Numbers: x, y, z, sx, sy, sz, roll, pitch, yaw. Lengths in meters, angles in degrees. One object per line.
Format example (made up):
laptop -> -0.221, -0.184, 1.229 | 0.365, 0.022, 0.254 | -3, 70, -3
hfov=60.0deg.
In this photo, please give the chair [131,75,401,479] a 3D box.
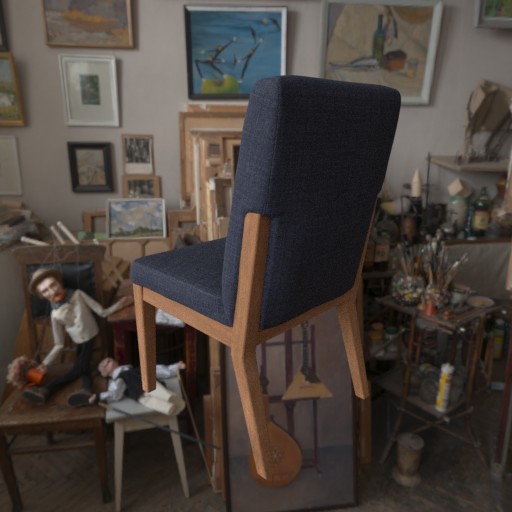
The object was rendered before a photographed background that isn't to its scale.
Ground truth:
chair -> 0.000, 0.000, 1.274 | 0.586, 0.911, 0.507 | 16, 23, 42
